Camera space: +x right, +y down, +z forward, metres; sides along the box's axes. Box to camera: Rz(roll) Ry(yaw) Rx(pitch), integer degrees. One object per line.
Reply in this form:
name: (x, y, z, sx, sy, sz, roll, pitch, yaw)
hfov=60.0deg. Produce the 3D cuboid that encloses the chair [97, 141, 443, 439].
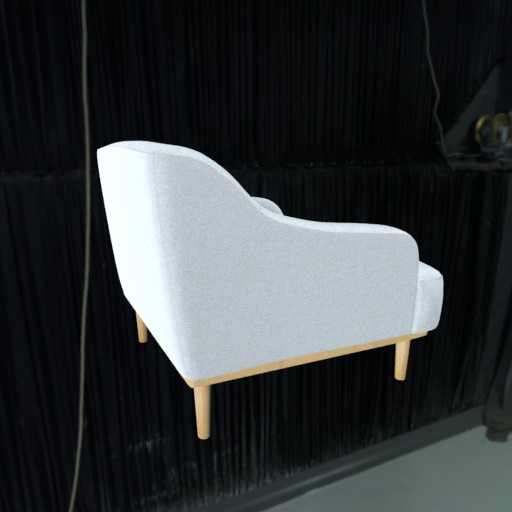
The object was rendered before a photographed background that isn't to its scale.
chair: (0.000, 0.000, 1.633, 0.951, 0.818, 0.946, -7, 16, -27)
